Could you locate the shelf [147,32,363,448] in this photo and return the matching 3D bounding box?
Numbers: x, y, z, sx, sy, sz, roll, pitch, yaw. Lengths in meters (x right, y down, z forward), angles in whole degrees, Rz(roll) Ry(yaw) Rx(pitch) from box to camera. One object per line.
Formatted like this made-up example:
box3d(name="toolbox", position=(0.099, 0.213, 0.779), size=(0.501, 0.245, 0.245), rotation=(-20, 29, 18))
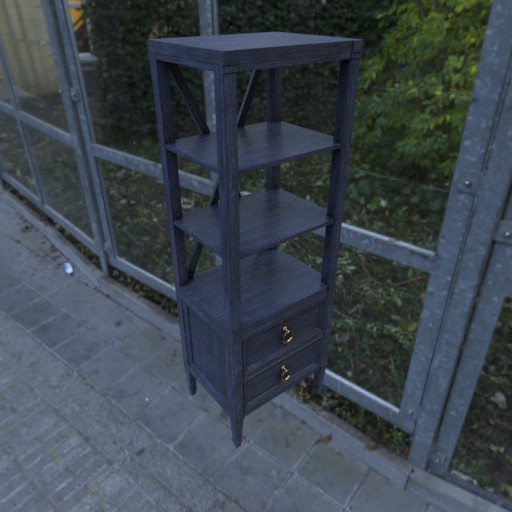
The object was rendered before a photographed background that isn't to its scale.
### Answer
box3d(name="shelf", position=(0.000, 0.000, 1.962), size=(0.584, 1.727, 0.472), rotation=(-22, 37, -32))
